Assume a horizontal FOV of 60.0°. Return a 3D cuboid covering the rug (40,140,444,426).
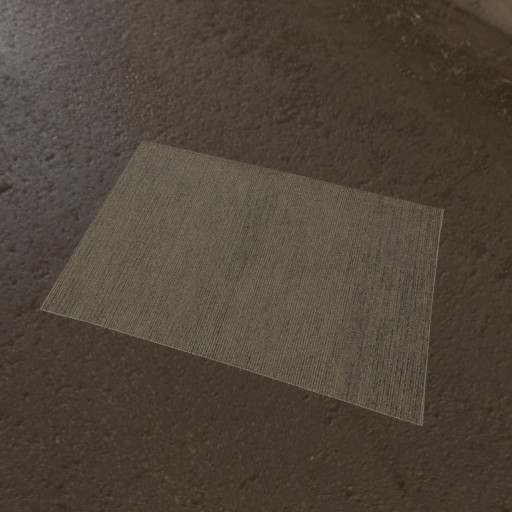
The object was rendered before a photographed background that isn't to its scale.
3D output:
[{"bbox_3d":[0.000,0.000,2.223,1.773,0.021,1.149,15,60,9],"label":"rug"}]
